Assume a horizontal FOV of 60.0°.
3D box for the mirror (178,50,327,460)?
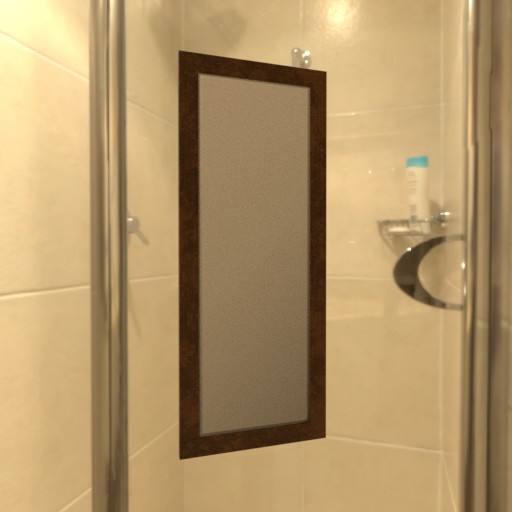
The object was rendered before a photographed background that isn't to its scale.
[{"bbox_3d":[0.000,0.000,2.343,0.812,2.031,0.032,0,1,-19],"label":"mirror"}]
